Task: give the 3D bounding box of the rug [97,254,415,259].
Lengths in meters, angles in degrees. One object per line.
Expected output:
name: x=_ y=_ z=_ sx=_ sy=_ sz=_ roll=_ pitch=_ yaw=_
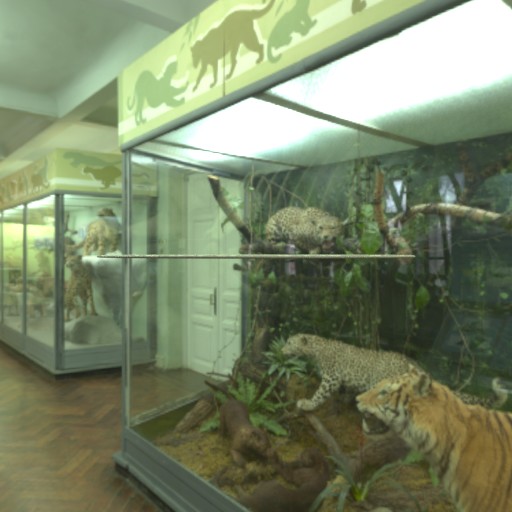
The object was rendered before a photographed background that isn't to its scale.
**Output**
rug: x=0.000 y=0.000 z=2.355 sx=1.593 sy=0.012 sz=1.593 roll=0 pitch=0 yaw=0
